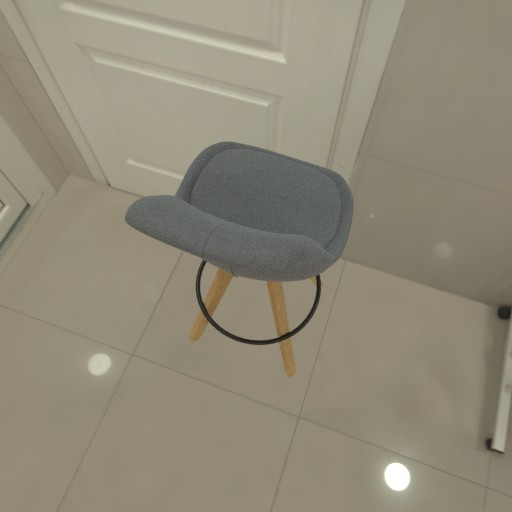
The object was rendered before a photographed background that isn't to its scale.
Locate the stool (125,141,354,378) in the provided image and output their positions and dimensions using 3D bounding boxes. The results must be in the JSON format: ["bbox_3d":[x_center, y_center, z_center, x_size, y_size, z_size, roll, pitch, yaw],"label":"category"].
[{"bbox_3d":[0.000,0.000,1.359,0.485,1.115,0.550,18,65,8],"label":"stool"}]
